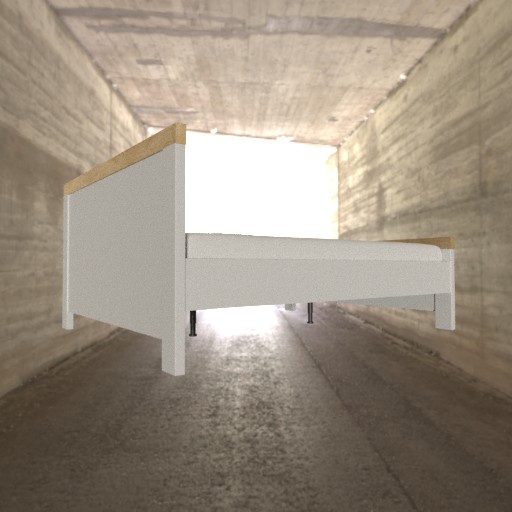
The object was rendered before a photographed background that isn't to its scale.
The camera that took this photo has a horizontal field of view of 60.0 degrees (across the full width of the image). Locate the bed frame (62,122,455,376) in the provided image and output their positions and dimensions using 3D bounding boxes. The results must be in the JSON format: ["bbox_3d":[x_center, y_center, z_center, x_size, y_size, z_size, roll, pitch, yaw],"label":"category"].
[{"bbox_3d":[0.000,0.000,2.988,2.050,0.980,1.670,1,-2,-37],"label":"bed frame"}]
